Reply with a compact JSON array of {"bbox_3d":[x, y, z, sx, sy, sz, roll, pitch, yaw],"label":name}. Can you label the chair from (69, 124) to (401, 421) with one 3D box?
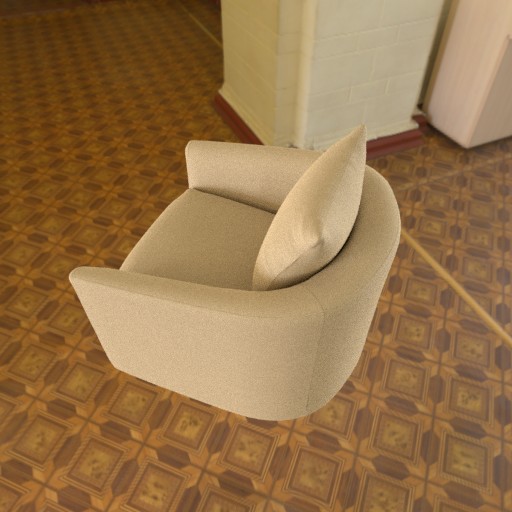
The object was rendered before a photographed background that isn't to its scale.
[{"bbox_3d":[0.000,0.000,1.589,0.910,0.848,0.845,15,48,14],"label":"chair"}]
